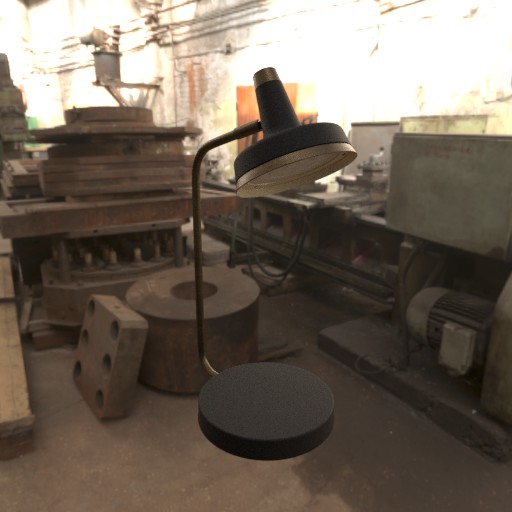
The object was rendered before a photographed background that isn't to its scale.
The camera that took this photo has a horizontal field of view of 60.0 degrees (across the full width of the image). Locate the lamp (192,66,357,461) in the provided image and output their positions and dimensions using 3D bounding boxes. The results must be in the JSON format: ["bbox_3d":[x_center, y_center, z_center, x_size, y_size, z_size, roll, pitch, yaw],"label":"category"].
[{"bbox_3d":[0.000,0.000,0.490,0.218,0.385,0.162,15,21,42],"label":"lamp"}]
